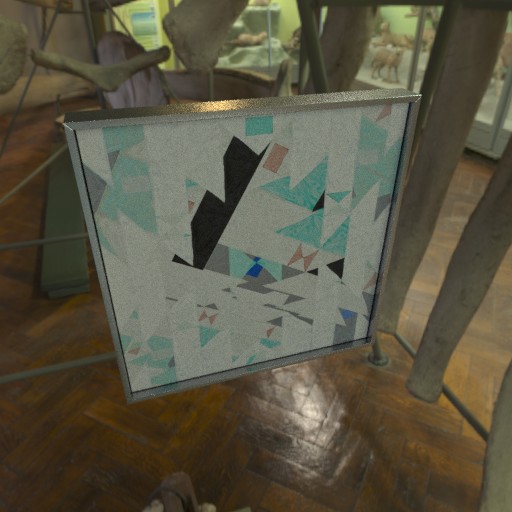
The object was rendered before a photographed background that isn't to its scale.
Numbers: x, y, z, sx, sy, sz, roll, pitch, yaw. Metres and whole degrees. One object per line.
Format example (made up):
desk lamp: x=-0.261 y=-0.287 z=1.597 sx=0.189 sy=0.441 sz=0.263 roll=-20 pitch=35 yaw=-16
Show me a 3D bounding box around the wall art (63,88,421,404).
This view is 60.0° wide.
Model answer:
wall art: x=0.000 y=0.000 z=0.522 sx=0.350 sy=0.350 sz=0.038 roll=-10 pitch=33 yaw=-15
